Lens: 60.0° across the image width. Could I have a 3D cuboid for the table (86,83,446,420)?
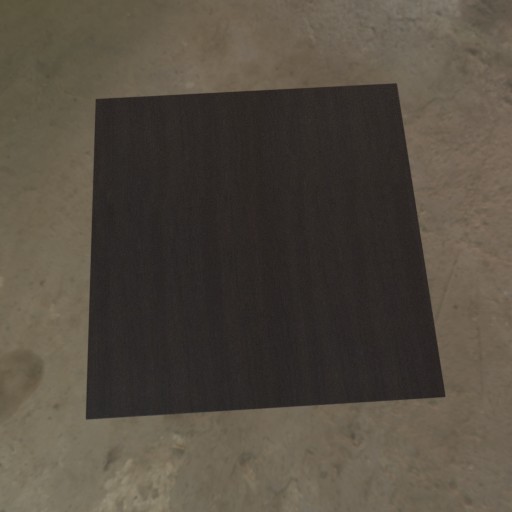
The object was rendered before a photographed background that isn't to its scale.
[{"bbox_3d":[0.000,0.000,1.218,0.762,0.396,0.762,-3,76,-1],"label":"table"}]
